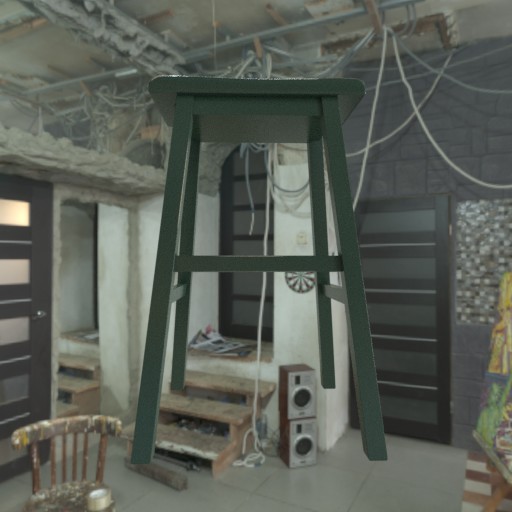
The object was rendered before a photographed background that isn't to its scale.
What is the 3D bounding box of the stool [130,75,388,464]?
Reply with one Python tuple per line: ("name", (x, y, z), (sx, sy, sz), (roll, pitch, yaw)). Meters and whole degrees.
("stool", (0.000, 0.000, 1.027), (0.457, 0.737, 0.476), (0, 0, -2))
